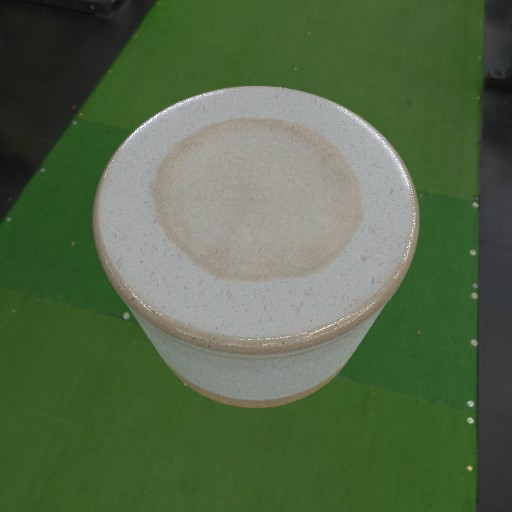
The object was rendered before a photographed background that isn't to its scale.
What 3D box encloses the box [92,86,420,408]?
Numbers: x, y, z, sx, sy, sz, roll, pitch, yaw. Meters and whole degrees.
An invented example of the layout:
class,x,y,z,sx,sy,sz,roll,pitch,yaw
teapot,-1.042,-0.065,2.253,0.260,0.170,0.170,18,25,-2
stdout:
class,x,y,z,sx,sy,sz,roll,pitch,yaw
box,0.000,0.000,0.260,0.154,0.123,0.154,0,60,0
